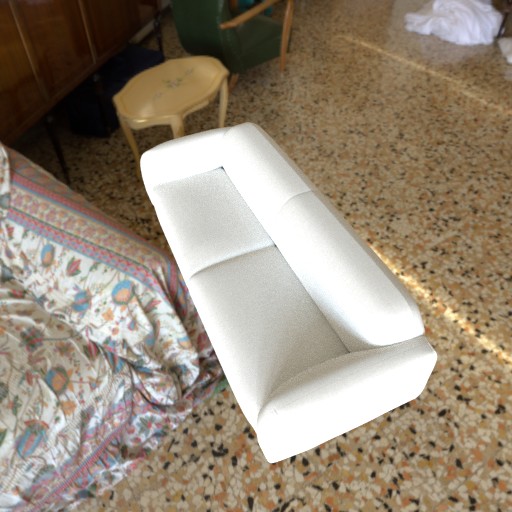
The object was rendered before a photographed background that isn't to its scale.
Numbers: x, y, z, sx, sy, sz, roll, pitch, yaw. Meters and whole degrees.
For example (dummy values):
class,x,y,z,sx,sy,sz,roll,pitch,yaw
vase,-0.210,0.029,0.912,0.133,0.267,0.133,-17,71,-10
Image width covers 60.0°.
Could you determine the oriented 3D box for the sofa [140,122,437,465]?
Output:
class,x,y,z,sx,sy,sz,roll,pitch,yaw
sofa,0.000,0.000,2.667,0.880,0.780,2.257,-17,48,-17
